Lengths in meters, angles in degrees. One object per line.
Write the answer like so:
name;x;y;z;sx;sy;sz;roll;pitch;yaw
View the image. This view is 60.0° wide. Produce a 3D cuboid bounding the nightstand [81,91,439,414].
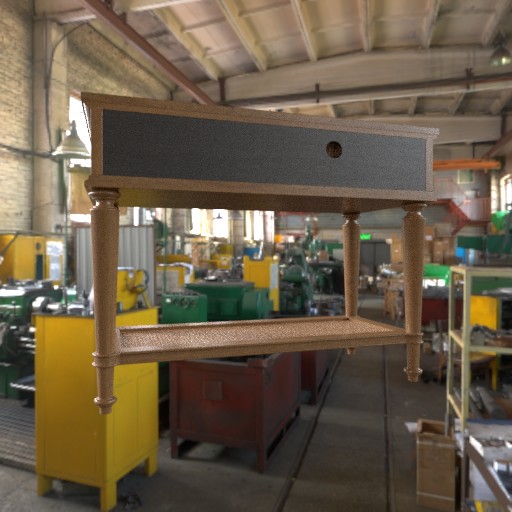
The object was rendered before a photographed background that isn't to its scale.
nightstand;0.000;0.000;1.283;0.914;0.700;0.432;0;1;-18
